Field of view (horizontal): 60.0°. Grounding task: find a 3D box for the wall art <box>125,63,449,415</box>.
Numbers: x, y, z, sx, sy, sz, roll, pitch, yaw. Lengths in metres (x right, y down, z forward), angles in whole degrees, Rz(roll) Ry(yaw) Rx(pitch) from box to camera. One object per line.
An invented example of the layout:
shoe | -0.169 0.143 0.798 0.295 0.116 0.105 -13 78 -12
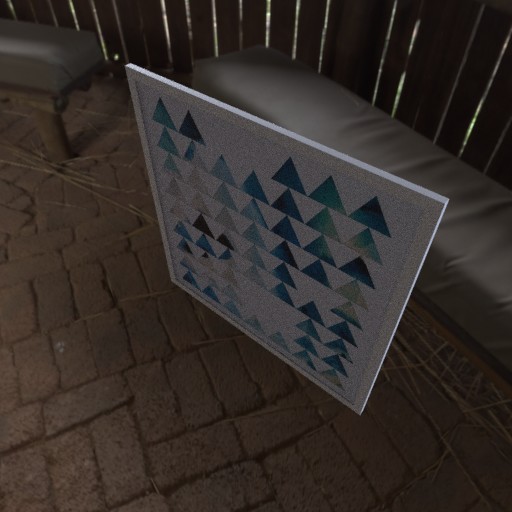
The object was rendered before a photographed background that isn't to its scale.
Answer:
wall art | 0.000 0.000 0.822 0.557 0.557 0.012 31 54 26
